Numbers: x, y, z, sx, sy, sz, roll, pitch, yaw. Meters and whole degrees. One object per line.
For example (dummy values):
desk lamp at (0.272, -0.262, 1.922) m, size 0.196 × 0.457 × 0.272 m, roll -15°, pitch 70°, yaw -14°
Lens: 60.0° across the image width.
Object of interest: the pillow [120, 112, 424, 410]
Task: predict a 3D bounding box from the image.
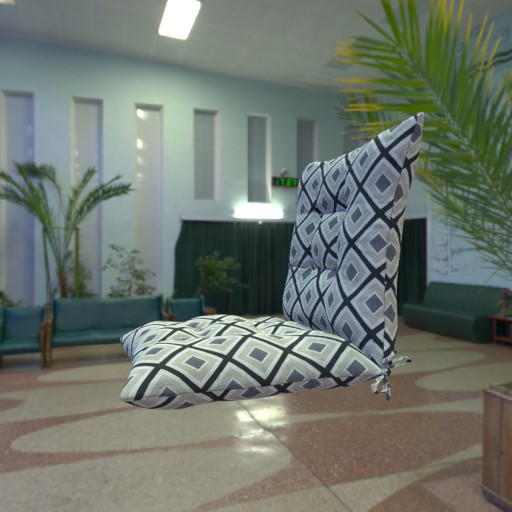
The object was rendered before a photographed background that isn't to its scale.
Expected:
pillow at (0.000, 0.000, 0.989) m, size 0.585 × 0.536 × 0.541 m, roll 0°, pitch 0°, yaw -17°
